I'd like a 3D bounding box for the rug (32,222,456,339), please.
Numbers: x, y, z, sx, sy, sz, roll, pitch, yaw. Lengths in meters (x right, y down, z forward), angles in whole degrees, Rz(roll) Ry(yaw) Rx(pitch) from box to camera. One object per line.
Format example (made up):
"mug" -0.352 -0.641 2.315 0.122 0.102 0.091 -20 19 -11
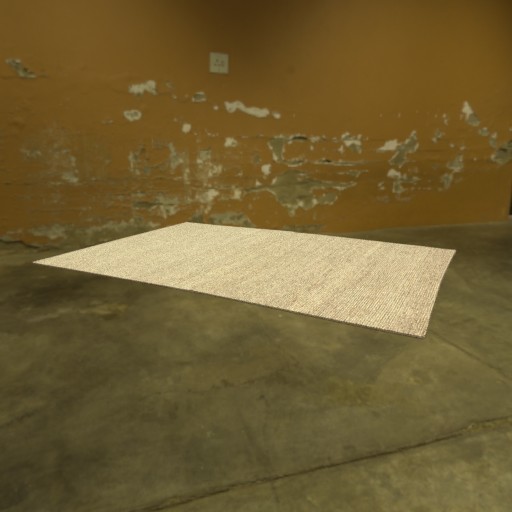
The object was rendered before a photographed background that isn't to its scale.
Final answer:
"rug" 0.000 0.000 2.934 2.342 0.030 1.609 8 16 27
